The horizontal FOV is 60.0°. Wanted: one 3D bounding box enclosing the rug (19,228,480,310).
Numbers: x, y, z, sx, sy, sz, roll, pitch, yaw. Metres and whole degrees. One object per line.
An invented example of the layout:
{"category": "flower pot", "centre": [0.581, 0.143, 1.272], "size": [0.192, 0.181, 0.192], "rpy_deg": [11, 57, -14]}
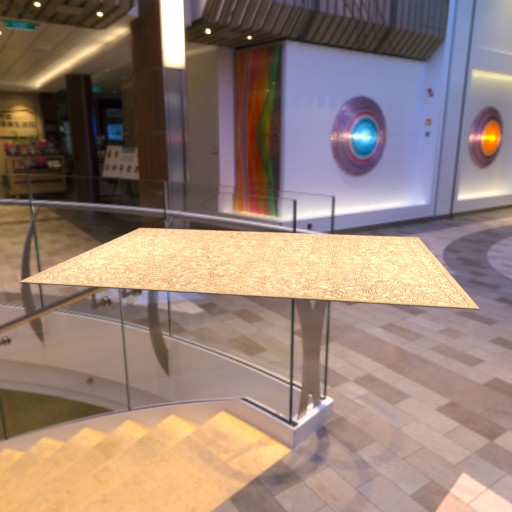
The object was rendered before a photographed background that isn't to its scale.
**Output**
{"category": "rug", "centre": [0.000, 0.000, 2.310], "size": [1.827, 0.006, 1.221], "rpy_deg": [2, 15, 10]}
